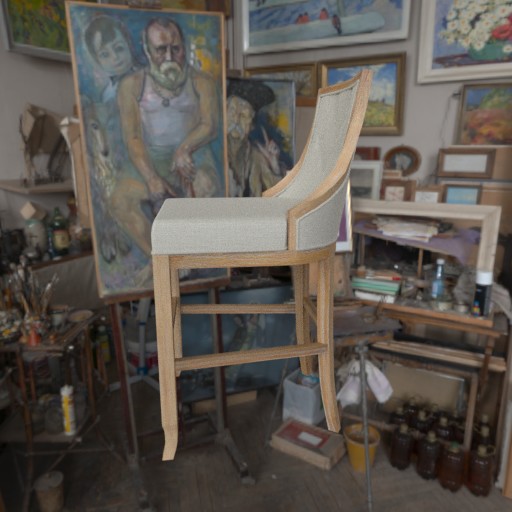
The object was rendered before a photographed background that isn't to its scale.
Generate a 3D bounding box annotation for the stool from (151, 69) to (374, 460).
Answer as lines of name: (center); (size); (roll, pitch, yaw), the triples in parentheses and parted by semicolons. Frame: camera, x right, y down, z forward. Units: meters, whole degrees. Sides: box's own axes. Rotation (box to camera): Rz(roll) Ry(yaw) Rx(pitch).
stool: (0.000, 0.000, 1.467); (0.626, 1.101, 0.524); (-2, 14, -7)
